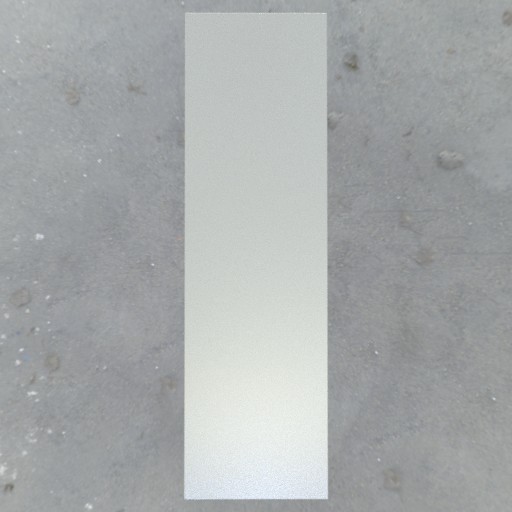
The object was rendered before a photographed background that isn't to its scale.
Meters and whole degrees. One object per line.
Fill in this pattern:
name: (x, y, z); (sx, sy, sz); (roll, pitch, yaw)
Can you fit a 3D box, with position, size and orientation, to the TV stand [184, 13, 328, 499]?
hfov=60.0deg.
TV stand: (0.000, 0.000, 1.364); (0.344, 0.603, 1.167); (0, 89, 0)
